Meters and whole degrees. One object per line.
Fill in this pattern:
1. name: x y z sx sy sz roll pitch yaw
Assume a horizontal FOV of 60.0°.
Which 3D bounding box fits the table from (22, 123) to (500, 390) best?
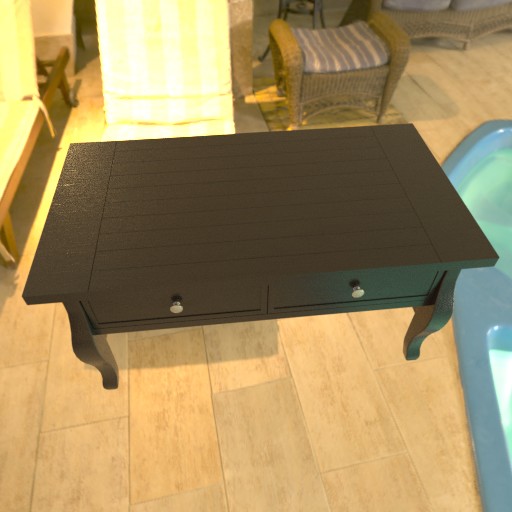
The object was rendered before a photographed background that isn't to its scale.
1. table: 0.000 0.000 1.355 1.062 0.494 0.600 -4 47 -4
